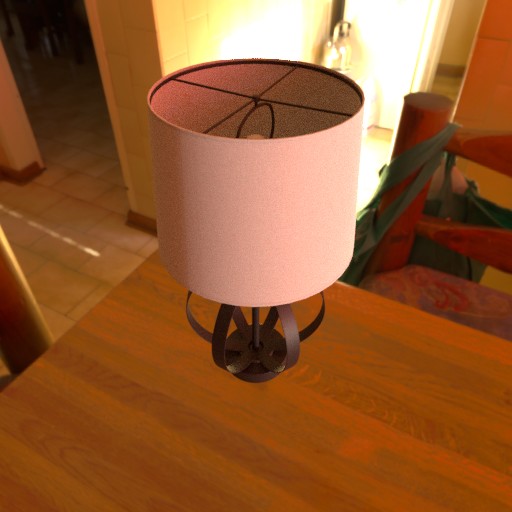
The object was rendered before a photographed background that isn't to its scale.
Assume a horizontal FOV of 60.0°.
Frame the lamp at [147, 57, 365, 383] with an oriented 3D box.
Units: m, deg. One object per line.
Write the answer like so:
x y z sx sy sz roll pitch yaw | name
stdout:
0.000 0.000 0.686 0.286 0.510 0.286 0 41 0 | lamp
